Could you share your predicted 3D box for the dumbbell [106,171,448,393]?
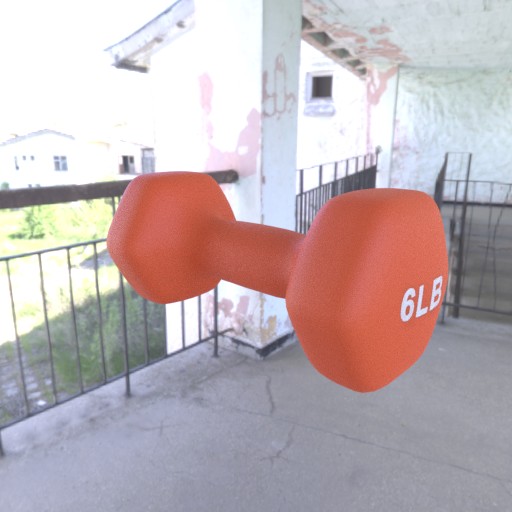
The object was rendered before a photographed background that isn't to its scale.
[{"bbox_3d":[0.000,0.000,0.207,0.162,0.071,0.079,14,21,43],"label":"dumbbell"}]
